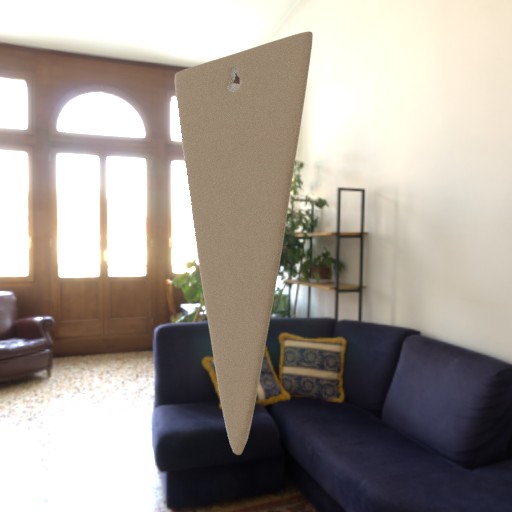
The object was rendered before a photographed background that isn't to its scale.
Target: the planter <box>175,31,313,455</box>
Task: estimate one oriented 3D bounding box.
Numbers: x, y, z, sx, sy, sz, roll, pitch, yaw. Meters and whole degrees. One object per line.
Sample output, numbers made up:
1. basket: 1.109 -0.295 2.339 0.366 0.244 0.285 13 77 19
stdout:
1. planter: 0.000 0.000 0.397 0.143 0.338 0.065 1 2 35
